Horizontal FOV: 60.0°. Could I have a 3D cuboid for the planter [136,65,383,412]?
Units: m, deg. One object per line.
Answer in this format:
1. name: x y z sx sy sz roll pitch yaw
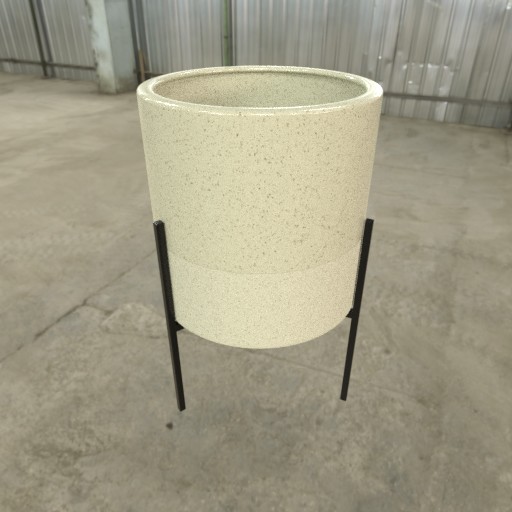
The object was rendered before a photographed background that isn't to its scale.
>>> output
1. planter: 0.000 0.000 0.529 0.243 0.390 0.234 -21 37 -31
